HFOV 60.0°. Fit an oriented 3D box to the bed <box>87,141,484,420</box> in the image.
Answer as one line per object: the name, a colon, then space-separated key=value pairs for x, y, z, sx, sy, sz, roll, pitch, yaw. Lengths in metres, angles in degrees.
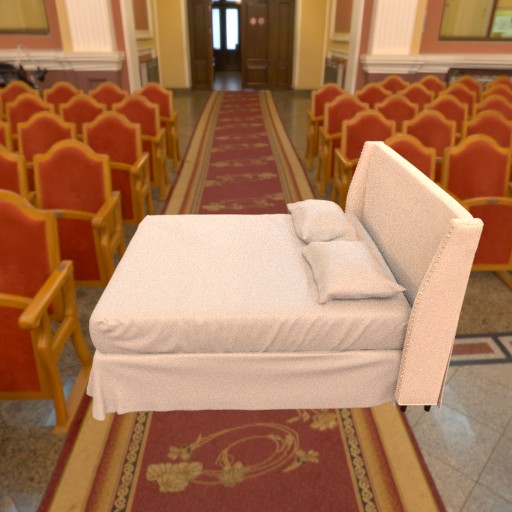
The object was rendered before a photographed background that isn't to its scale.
bed: x=0.000 y=0.000 z=3.328 sx=2.276 sy=1.332 sz=1.925 roll=-1 pitch=27 yaw=-1
